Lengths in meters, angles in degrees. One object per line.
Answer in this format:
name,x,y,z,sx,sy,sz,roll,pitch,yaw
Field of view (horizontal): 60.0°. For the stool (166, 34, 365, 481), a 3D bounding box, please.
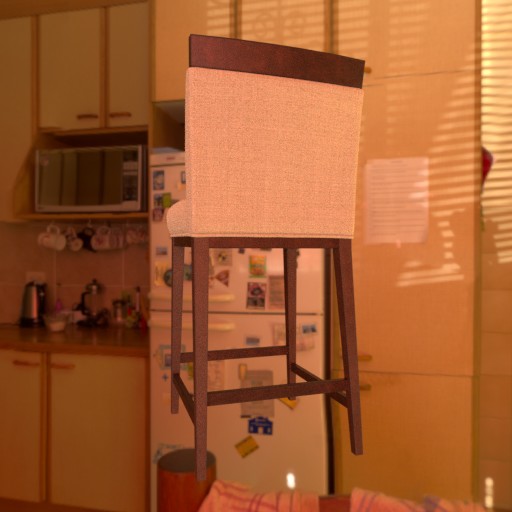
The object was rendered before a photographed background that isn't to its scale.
stool,0.000,0.000,1.270,0.463,1.011,0.480,0,1,-18
